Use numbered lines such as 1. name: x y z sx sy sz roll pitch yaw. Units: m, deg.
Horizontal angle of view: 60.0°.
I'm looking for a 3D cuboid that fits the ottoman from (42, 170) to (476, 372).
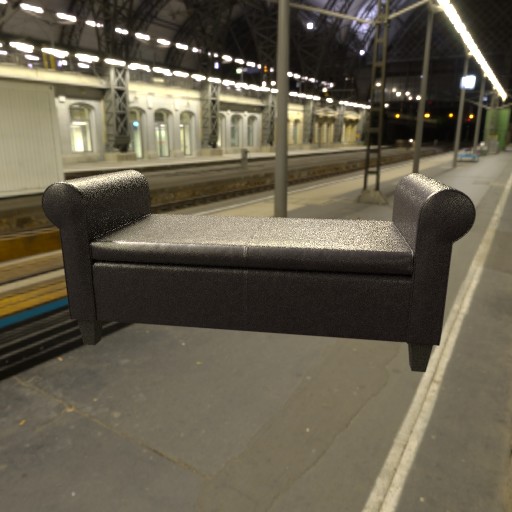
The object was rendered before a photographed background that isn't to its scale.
1. ottoman: 0.000 0.000 1.556 1.256 0.547 0.521 3 15 9
